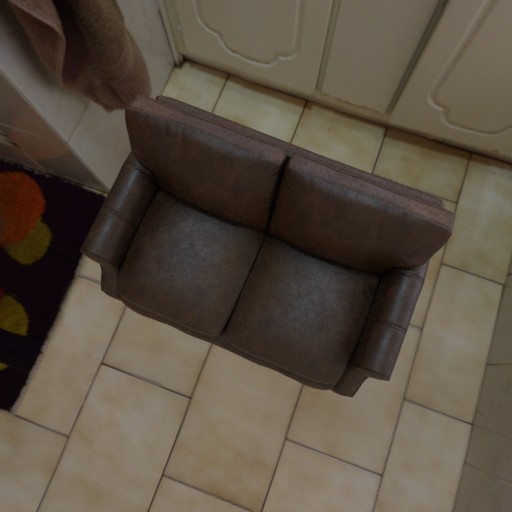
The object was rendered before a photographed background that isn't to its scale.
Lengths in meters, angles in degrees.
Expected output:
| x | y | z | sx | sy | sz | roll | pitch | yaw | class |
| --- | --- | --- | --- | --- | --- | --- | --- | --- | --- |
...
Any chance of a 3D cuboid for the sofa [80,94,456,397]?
| x | y | z | sx | sy | sz | roll | pitch | yaw | class |
| --- | --- | --- | --- | --- | --- | --- | --- | --- | --- |
| 0.000 | 0.000 | 2.262 | 1.616 | 0.976 | 0.990 | 22 | 77 | 5 | sofa |
